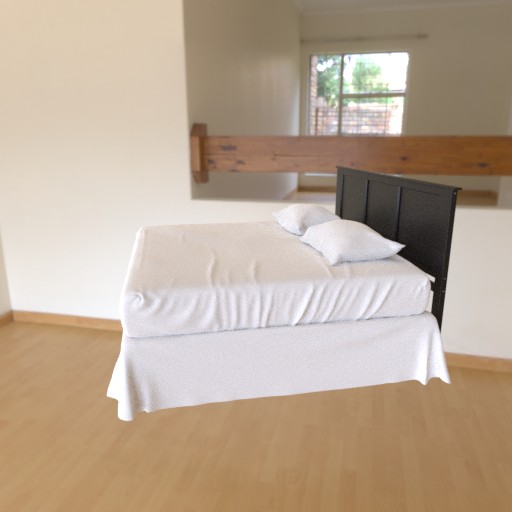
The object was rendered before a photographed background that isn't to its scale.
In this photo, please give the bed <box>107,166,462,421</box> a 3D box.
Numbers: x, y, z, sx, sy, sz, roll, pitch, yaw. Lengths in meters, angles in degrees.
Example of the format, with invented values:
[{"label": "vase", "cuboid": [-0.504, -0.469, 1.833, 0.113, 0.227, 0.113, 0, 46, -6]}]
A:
[{"label": "bed", "cuboid": [0.000, 0.000, 3.598, 2.219, 1.271, 2.315, -3, 16, -11]}]
